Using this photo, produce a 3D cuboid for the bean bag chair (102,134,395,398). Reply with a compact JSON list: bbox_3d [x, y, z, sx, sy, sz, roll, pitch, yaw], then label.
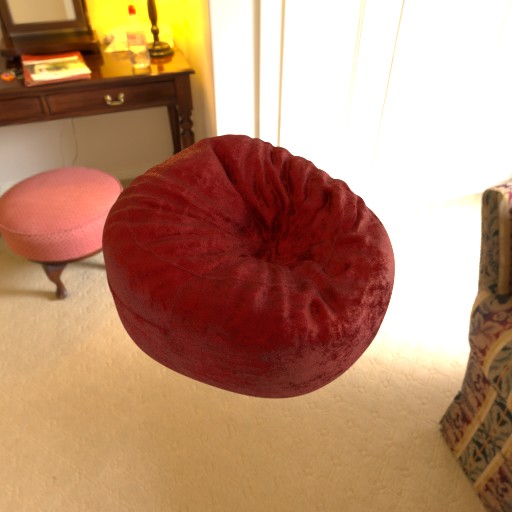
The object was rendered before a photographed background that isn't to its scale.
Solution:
[{"bbox_3d":[0.000,0.000,2.513,1.524,0.878,1.524,25,47,26],"label":"bean bag chair"}]
